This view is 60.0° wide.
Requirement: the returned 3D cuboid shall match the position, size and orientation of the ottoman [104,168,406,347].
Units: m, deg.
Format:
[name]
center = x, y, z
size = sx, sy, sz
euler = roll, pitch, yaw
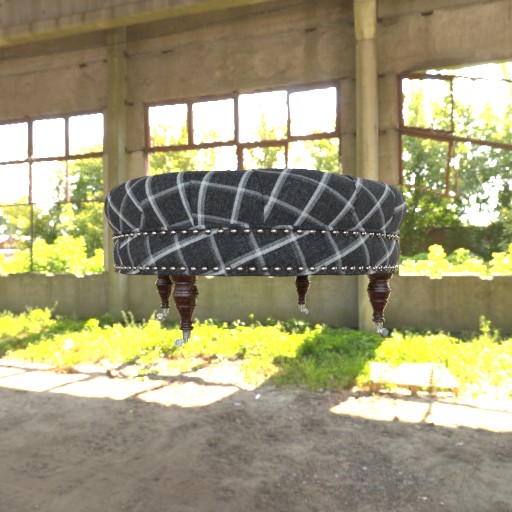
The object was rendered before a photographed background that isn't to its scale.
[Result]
[ottoman]
center = 0.000, 0.000, 1.389
size = 0.901, 0.439, 0.901
euler = 0, -1, 0
